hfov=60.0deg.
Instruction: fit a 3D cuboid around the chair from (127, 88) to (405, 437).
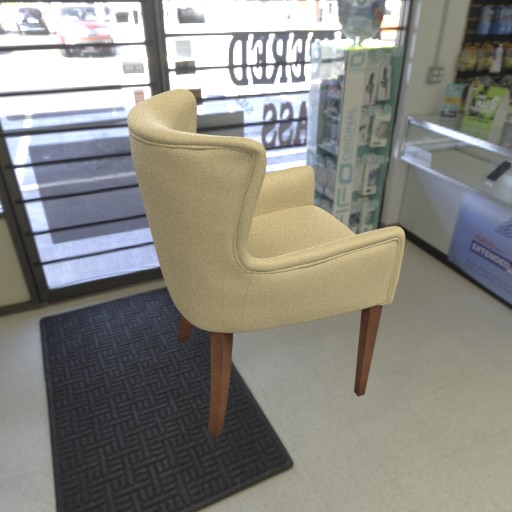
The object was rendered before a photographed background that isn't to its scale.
[{"bbox_3d":[0.000,0.000,1.434,0.686,0.952,0.660,-10,31,-17],"label":"chair"}]
